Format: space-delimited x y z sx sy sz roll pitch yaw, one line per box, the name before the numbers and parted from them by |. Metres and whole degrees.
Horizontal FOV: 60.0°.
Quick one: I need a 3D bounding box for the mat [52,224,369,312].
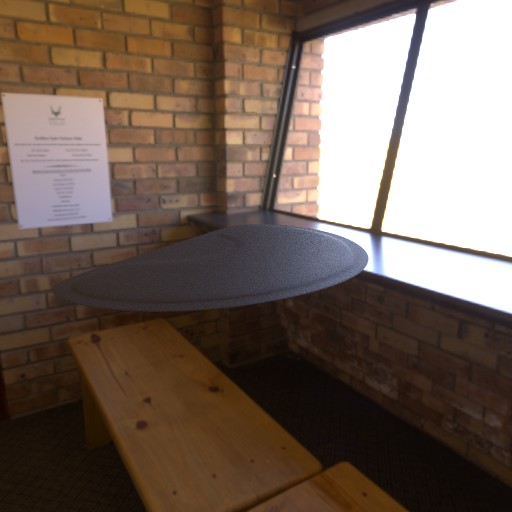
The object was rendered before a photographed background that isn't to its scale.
mat | 0.000 0.000 1.869 0.913 0.013 1.524 6 15 25
